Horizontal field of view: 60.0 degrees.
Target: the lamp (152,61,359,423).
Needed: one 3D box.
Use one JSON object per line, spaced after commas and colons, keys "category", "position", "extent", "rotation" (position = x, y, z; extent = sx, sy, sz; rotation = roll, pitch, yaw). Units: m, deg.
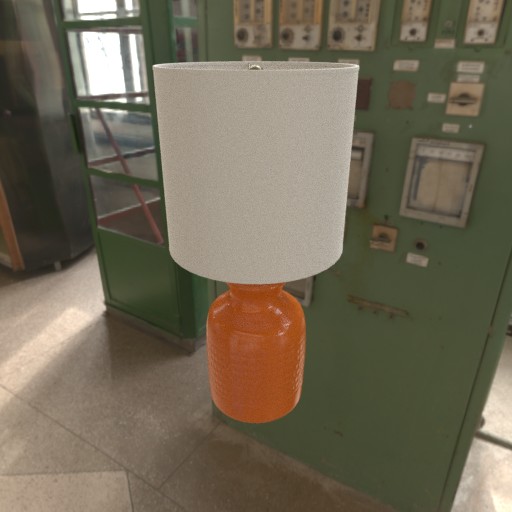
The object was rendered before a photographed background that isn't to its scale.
{"category": "lamp", "position": [0.000, 0.000, 1.100], "extent": [0.418, 0.871, 0.418], "rotation": [16, 30, 30]}
